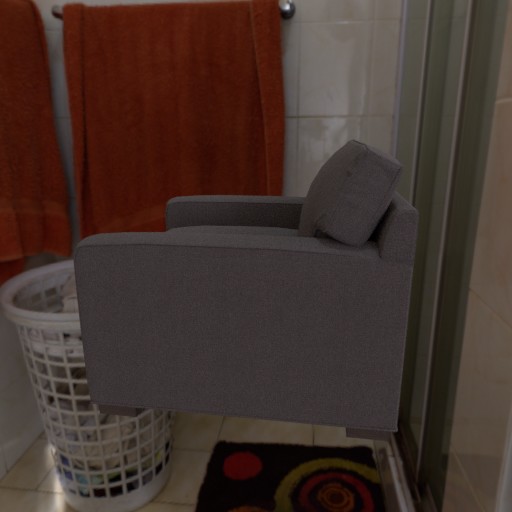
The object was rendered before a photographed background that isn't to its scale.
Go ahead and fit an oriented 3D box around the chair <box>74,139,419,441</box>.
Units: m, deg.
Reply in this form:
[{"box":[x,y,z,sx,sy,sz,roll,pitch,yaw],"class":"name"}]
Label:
[{"box":[0.000,0.000,1.810,1.043,0.913,0.997,2,16,8],"class":"chair"}]
